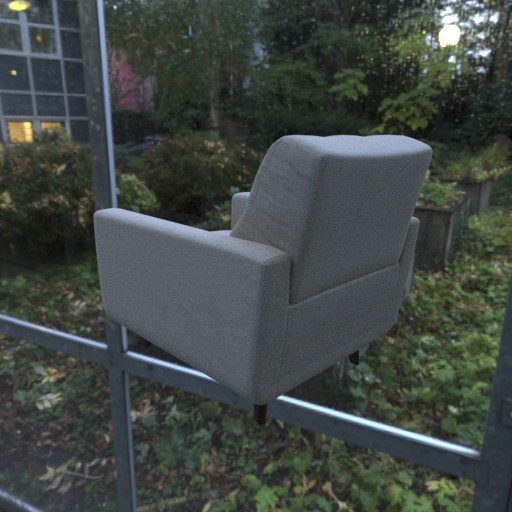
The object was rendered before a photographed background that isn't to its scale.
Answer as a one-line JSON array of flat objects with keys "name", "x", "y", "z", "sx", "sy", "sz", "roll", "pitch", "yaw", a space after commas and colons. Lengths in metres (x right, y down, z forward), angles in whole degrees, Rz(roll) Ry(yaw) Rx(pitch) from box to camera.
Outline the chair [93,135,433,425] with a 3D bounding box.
[{"name": "chair", "x": 0.000, "y": 0.000, "z": 1.830, "sx": 0.897, "sy": 0.965, "sz": 1.128, "roll": -15, "pitch": 21, "yaw": -42}]
